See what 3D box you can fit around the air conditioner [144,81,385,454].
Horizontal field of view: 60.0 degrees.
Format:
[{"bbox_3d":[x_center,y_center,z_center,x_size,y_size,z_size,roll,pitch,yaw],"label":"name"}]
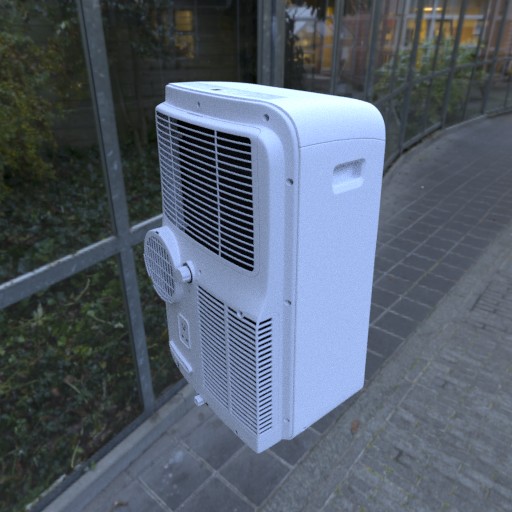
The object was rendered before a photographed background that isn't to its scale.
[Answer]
[{"bbox_3d":[0.000,0.000,0.975,0.365,0.700,0.454,-18,32,-32],"label":"air conditioner"}]
